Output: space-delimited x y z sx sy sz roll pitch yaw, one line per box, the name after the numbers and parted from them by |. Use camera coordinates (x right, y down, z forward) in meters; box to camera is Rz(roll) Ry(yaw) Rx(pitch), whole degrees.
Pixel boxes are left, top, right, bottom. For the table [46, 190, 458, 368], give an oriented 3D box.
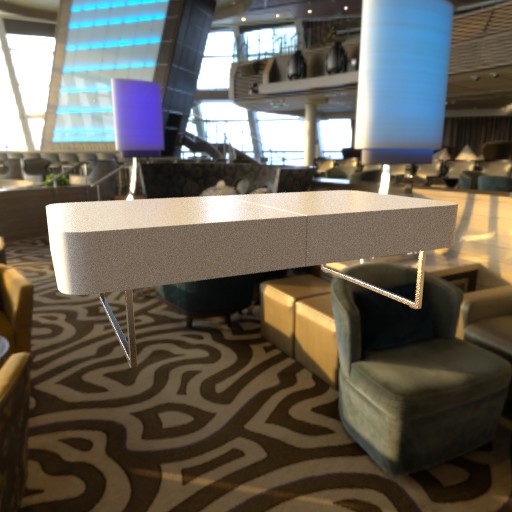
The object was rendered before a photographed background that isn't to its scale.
0.000 0.000 1.446 1.200 0.340 0.600 -6 15 -25 | table
